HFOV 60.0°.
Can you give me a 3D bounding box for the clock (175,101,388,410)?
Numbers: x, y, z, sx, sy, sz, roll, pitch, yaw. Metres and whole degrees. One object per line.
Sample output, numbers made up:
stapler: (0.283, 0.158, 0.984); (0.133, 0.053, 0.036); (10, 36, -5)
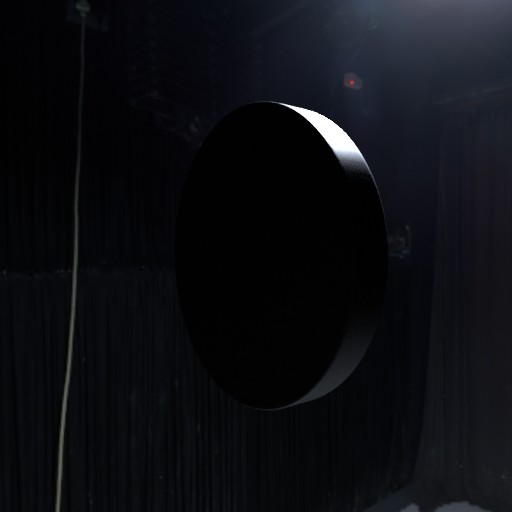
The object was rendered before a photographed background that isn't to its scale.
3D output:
clock: (0.000, 0.000, 0.478); (0.040, 0.314, 0.314); (-1, 2, -37)
